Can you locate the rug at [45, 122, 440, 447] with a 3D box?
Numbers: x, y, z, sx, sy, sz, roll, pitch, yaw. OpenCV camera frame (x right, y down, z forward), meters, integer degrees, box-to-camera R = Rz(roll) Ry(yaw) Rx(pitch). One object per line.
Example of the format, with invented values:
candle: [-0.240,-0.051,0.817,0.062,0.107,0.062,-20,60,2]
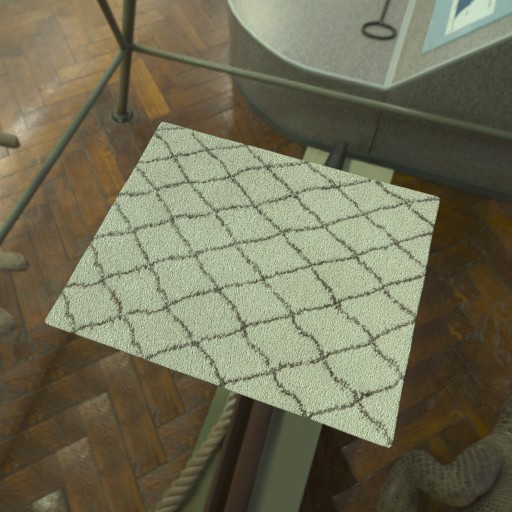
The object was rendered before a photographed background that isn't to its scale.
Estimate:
rug: [0.000,0.000,4.135,3.047,0.029,2.438,17,65,9]
